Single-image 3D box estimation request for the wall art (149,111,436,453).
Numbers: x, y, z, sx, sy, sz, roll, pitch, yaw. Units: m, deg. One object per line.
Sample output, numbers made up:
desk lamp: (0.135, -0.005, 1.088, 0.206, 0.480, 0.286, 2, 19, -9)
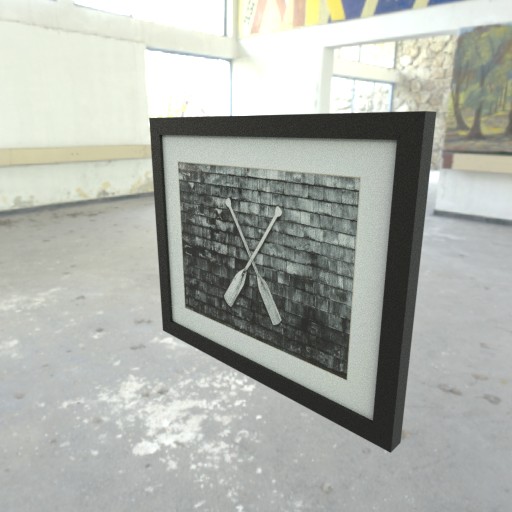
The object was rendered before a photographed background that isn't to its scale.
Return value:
wall art: (0.000, 0.000, 0.756, 0.558, 0.457, 0.029, 15, 22, 42)
